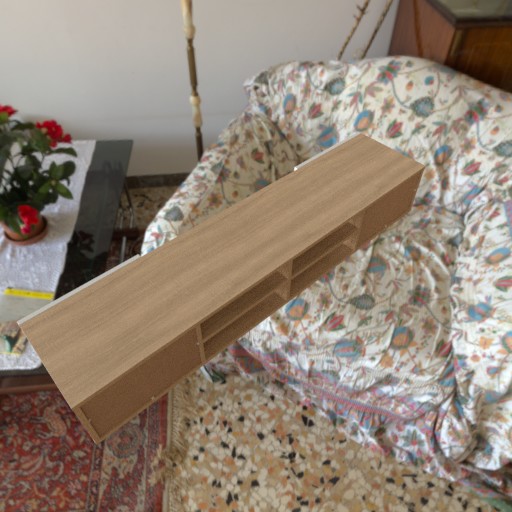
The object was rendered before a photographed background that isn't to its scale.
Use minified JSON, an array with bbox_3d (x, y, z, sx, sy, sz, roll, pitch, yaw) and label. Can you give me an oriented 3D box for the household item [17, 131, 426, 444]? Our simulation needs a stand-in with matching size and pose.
[{"bbox_3d":[0.000,0.000,1.966,1.850,0.310,0.420,-33,55,-27],"label":"household item"}]
